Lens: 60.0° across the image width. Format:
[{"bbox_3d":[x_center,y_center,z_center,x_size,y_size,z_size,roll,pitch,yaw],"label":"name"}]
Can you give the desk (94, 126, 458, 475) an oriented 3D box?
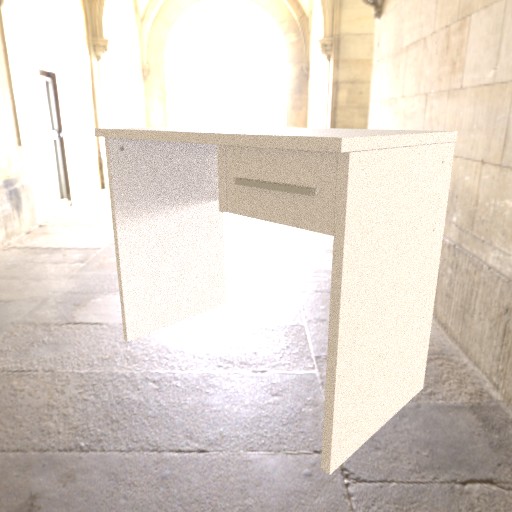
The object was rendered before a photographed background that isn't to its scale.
[{"bbox_3d":[0.000,0.000,1.328,0.900,0.729,0.498,17,24,42],"label":"desk"}]
